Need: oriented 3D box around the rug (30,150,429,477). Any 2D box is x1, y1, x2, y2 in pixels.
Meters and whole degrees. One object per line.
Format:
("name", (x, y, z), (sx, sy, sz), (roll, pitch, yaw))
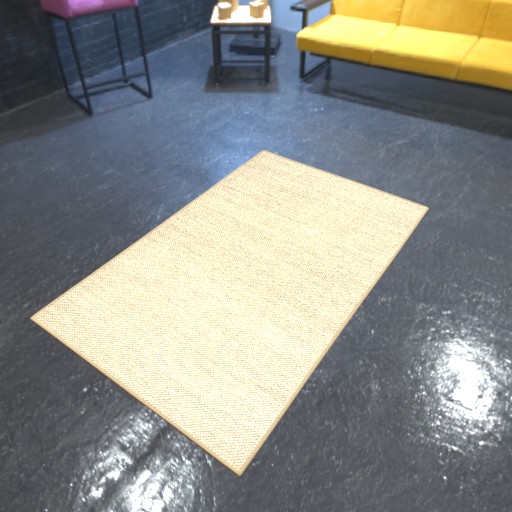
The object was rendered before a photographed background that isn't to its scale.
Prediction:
("rug", (0.000, 0.000, 2.060), (1.062, 0.013, 1.667), (26, 48, 25))
